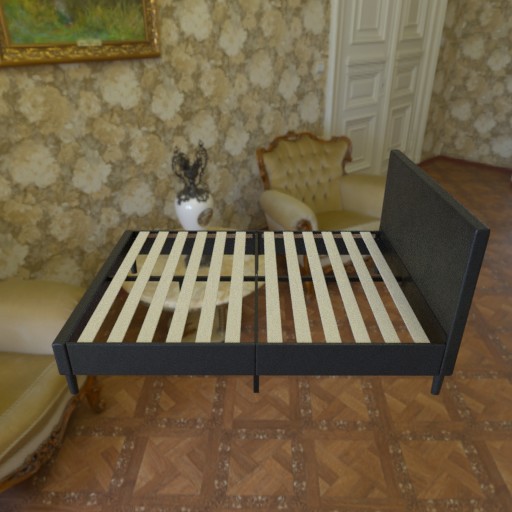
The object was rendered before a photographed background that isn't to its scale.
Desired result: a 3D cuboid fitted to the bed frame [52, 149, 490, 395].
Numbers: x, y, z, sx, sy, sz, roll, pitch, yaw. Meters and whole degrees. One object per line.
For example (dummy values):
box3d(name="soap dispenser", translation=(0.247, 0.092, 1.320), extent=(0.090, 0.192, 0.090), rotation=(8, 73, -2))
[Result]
box3d(name="bed frame", translation=(0.000, 0.000, 2.910), extent=(2.152, 1.046, 1.469), rotation=(0, 27, 0))
